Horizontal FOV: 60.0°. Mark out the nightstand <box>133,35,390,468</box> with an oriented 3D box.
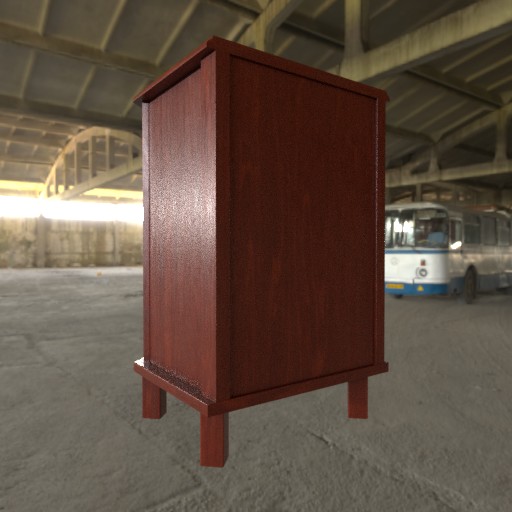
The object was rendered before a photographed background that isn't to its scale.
[{"bbox_3d":[0.000,0.000,0.942,0.435,0.681,0.351,-1,1,-36],"label":"nightstand"}]
